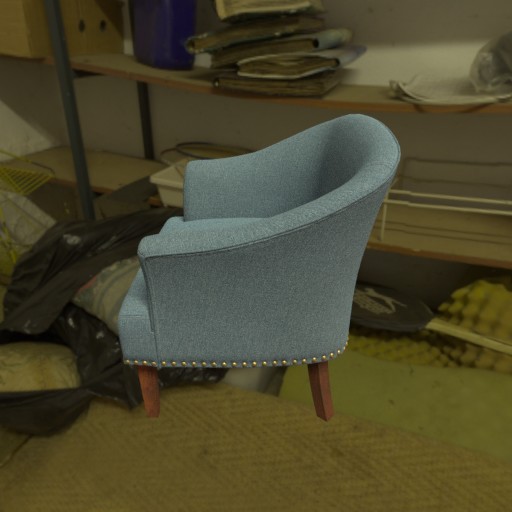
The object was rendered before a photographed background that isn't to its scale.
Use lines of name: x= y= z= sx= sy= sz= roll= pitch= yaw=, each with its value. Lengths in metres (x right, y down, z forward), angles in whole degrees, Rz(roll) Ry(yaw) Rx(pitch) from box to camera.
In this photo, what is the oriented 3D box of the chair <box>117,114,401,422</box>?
chair: x=0.000 y=0.000 z=1.394 sx=0.704 sy=0.815 sz=0.772 roll=1 pitch=26 yaw=1
